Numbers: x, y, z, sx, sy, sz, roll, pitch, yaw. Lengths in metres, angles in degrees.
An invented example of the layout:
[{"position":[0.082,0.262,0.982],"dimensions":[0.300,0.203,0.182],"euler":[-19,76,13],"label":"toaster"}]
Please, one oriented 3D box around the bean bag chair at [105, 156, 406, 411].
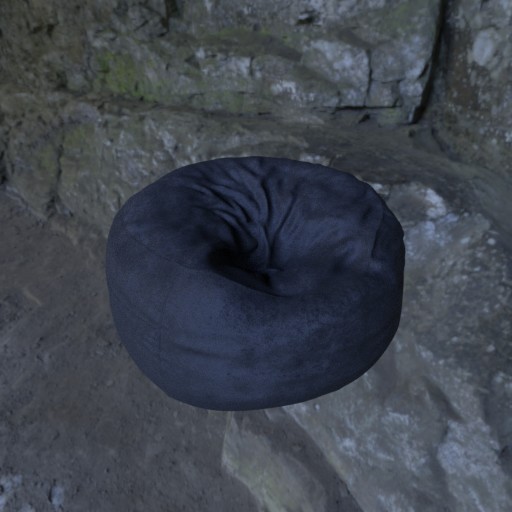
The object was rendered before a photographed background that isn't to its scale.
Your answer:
[{"position":[0.000,0.000,2.328],"dimensions":[1.525,0.751,1.525],"euler":[0,32,0],"label":"bean bag chair"}]
